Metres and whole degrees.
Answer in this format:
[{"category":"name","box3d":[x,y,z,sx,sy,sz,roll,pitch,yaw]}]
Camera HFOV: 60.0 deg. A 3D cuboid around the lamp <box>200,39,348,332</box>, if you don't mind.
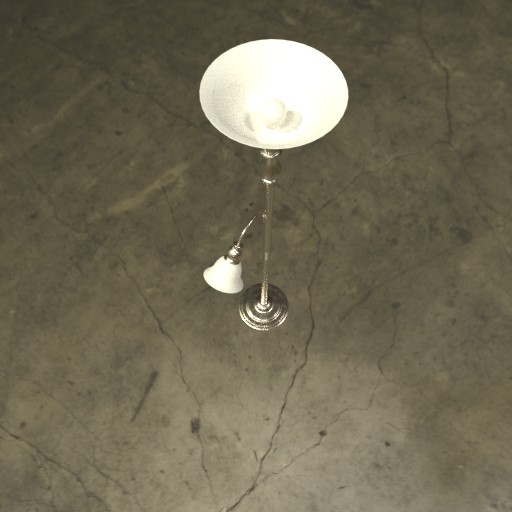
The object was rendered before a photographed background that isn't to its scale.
[{"category":"lamp","box3d":[0.000,0.000,1.982,0.405,1.785,0.575,32,68,15]}]
